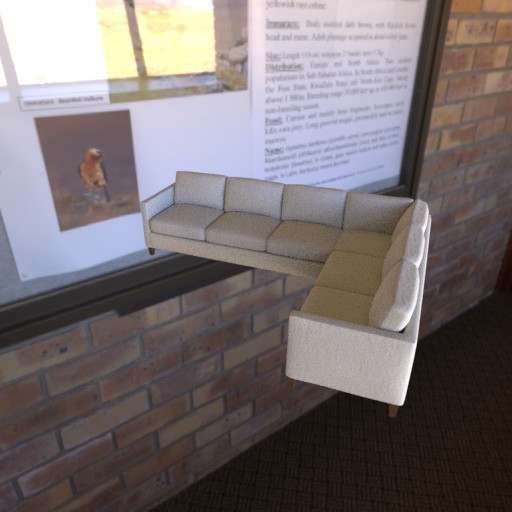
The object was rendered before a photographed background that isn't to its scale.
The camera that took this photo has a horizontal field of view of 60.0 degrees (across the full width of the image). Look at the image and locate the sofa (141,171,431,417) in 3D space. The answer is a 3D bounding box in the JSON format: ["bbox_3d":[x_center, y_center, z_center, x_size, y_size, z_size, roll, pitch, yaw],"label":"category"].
[{"bbox_3d":[0.000,0.000,4.664,3.333,0.934,2.522,10,30,19],"label":"sofa"}]
